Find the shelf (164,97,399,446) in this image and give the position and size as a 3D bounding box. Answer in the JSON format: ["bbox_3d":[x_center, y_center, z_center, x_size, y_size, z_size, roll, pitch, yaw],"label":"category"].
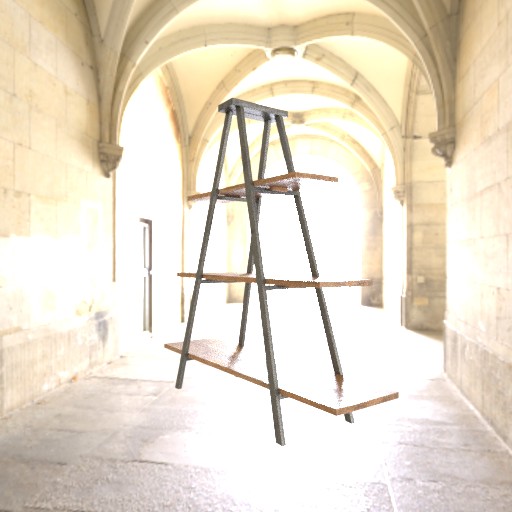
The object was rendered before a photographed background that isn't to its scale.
[{"bbox_3d":[0.000,0.000,2.699,0.508,1.808,1.746,0,0,-36],"label":"shelf"}]
